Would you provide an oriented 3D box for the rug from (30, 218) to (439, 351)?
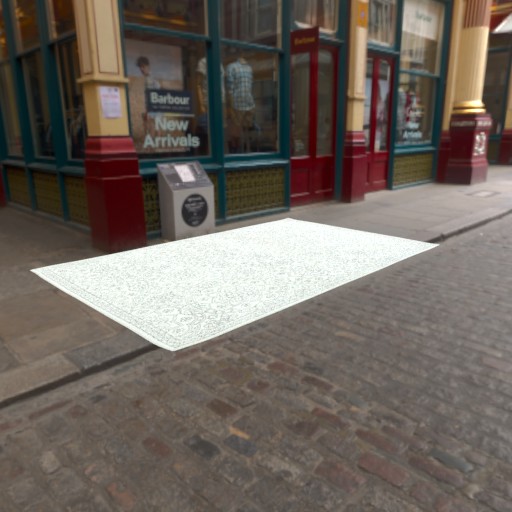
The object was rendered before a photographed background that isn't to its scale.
[{"bbox_3d":[0.000,0.000,3.035,1.518,0.023,2.434,15,21,43],"label":"rug"}]
